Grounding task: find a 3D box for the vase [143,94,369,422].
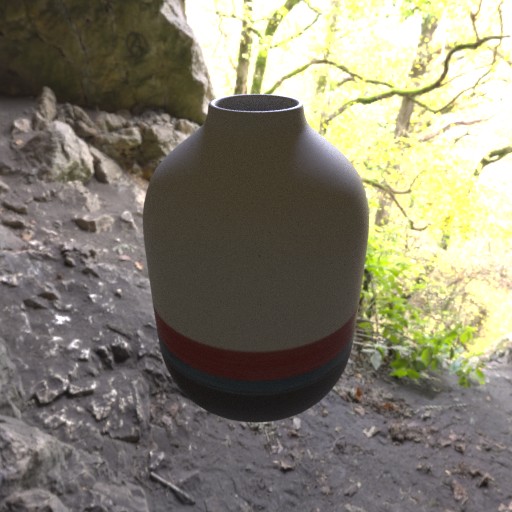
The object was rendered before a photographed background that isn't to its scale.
[{"bbox_3d":[0.000,0.000,0.355,0.169,0.237,0.169,0,30,0],"label":"vase"}]
